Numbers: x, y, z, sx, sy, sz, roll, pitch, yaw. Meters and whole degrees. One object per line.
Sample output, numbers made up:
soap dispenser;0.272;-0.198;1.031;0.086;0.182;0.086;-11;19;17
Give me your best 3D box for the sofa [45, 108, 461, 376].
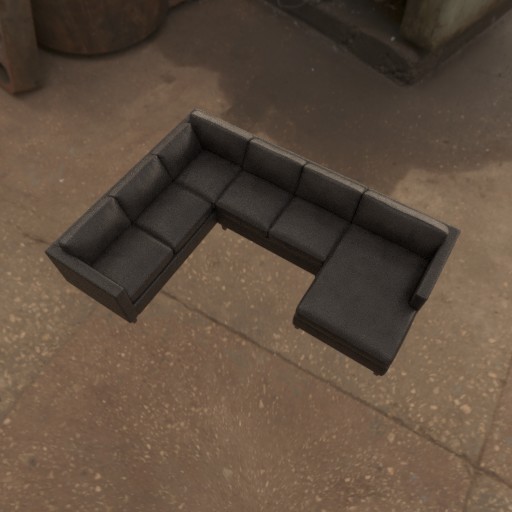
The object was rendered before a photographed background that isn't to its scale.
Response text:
sofa;0.000;0.000;4.610;3.324;0.891;2.452;29;63;16
